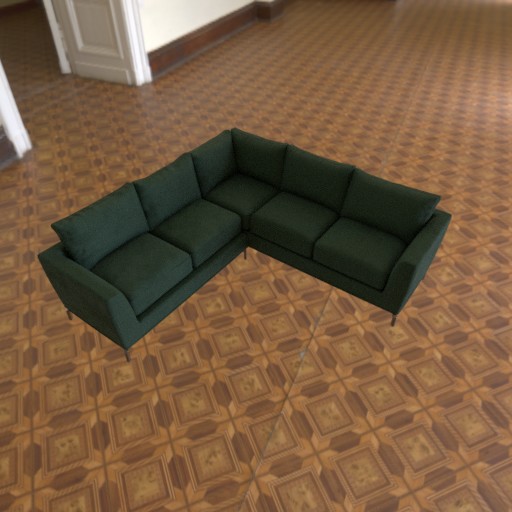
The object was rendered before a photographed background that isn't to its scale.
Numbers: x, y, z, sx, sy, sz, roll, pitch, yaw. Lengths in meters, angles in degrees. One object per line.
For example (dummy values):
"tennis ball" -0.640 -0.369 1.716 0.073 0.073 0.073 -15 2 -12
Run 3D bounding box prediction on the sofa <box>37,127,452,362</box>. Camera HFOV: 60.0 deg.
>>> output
"sofa" 0.000 0.000 3.802 2.452 1.004 2.468 25 47 27
